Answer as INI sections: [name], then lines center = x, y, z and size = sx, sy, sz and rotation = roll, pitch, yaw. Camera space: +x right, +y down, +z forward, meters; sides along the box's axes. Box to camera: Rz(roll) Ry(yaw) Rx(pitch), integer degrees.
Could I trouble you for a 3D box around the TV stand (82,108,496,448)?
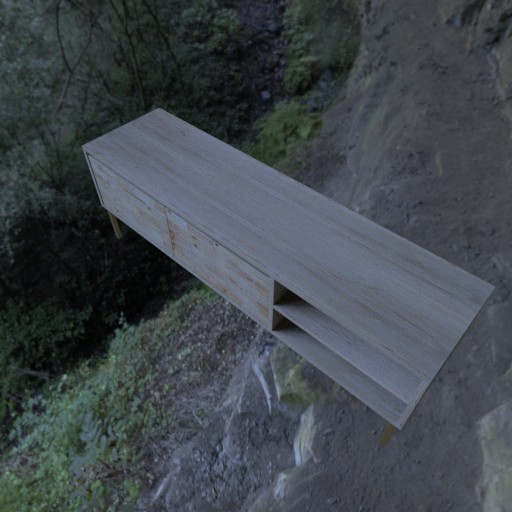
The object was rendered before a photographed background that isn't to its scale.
[TV stand]
center = 0.000, 0.000, 1.818
size = 1.600, 0.550, 0.420
rotation = 34, 56, 27
